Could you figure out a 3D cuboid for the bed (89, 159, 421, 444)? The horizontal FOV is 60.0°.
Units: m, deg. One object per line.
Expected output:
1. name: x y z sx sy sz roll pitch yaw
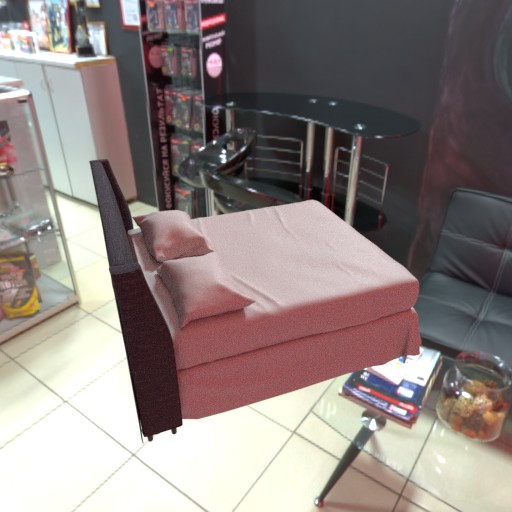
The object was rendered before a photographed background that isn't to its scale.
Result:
1. bed: 0.000 0.000 3.600 2.276 1.332 1.925 -11 32 -18
